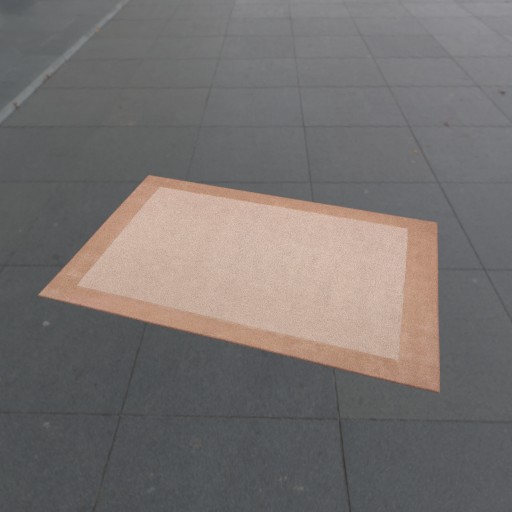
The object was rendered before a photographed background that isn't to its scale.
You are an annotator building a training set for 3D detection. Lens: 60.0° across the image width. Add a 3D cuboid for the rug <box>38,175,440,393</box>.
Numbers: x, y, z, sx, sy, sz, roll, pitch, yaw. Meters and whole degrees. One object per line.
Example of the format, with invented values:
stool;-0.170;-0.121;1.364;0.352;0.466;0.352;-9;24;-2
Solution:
rug;0.000;0.000;3.101;2.438;0.014;1.524;11;42;12
